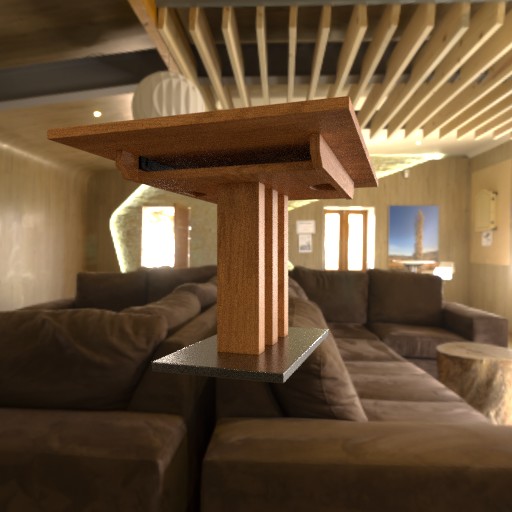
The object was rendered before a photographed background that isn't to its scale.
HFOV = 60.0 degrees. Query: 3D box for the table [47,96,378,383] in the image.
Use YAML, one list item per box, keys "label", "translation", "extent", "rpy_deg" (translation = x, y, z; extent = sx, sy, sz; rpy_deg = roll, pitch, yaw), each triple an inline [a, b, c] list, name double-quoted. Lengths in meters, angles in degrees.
- label: "table"
  translation: [0.000, 0.000, 1.816]
  extent: [0.900, 0.770, 1.300]
  rpy_deg: [0, 0, 18]
